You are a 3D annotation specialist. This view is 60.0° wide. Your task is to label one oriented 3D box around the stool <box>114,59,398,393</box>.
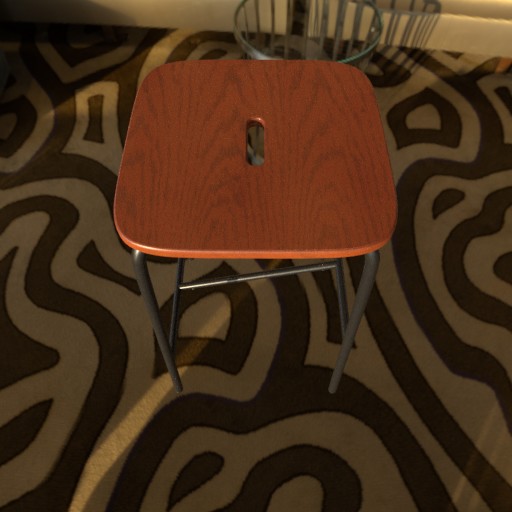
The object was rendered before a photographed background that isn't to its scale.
[{"bbox_3d":[0.000,0.000,0.867,0.376,0.610,0.376,0,59,0],"label":"stool"}]
